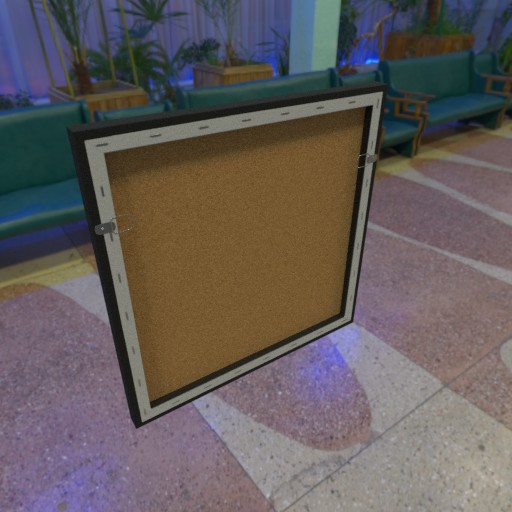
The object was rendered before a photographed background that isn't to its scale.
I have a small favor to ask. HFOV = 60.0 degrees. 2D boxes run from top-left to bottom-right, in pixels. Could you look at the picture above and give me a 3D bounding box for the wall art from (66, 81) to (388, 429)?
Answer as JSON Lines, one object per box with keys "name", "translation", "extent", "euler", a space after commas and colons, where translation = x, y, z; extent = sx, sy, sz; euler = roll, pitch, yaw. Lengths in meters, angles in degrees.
{"name": "wall art", "translation": [0.000, 0.000, 1.125], "extent": [0.758, 0.758, 0.044], "euler": [-19, 36, -28]}
